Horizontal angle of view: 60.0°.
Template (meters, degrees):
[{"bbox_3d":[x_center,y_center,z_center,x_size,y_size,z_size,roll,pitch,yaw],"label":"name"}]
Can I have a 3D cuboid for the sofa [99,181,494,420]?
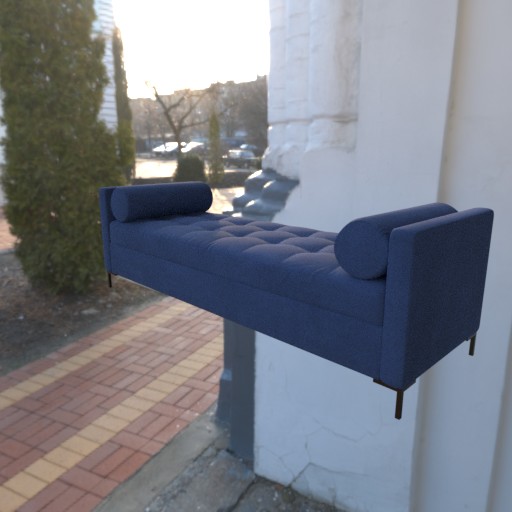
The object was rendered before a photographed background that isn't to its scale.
[{"bbox_3d":[0.000,0.000,2.256,0.686,0.635,1.981,-14,19,-43],"label":"sofa"}]
